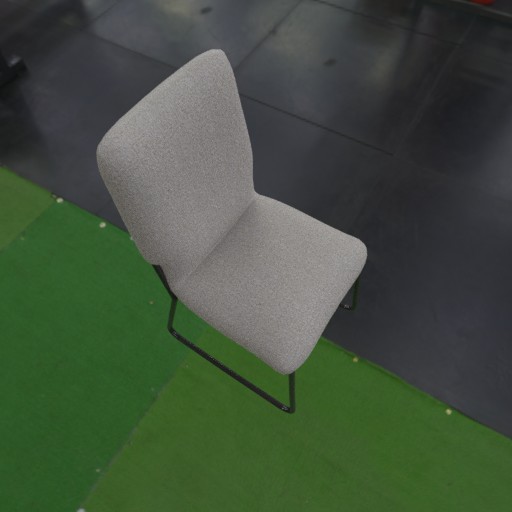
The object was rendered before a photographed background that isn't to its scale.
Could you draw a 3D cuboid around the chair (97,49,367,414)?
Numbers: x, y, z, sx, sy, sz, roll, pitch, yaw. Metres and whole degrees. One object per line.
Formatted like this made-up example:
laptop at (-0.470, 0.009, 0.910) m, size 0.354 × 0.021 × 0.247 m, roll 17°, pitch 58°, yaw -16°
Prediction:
chair at (0.000, 0.000, 1.205) m, size 0.560 × 0.864 × 0.448 m, roll 29°, pitch 63°, yaw 17°
